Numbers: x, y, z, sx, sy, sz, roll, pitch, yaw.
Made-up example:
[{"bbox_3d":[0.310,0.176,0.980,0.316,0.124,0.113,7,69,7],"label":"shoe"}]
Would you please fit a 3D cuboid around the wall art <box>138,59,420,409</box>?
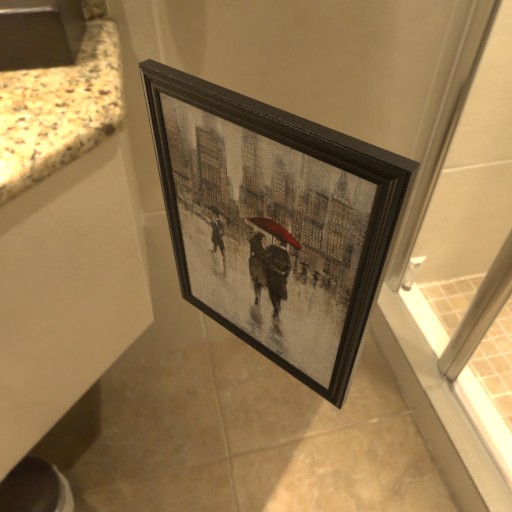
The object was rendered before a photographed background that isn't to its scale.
[{"bbox_3d":[0.000,0.000,1.653,0.950,1.194,0.053,30,53,26],"label":"wall art"}]
